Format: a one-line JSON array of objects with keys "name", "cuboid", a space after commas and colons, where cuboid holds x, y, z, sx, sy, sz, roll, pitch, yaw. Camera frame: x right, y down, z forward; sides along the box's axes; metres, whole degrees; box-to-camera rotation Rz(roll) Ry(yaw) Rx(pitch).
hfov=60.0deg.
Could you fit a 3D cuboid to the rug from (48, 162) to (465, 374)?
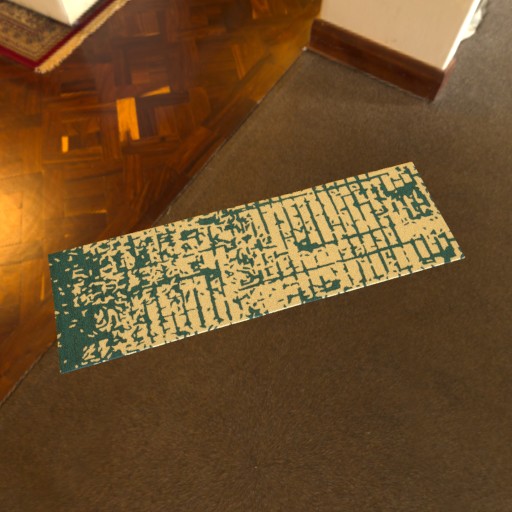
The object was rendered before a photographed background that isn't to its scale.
[{"name": "rug", "cuboid": [0.000, 0.000, 2.705, 2.435, 0.011, 0.750, -15, 65, -7]}]
